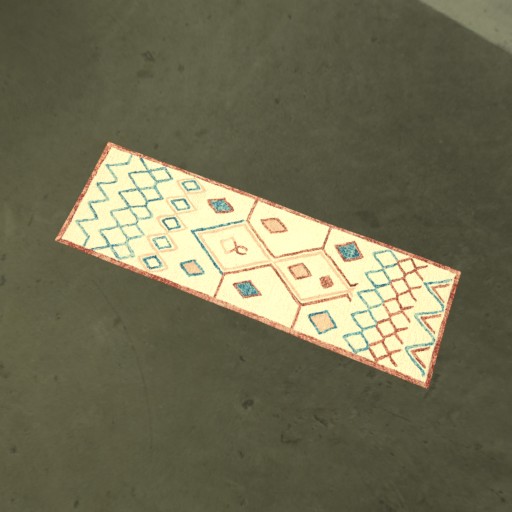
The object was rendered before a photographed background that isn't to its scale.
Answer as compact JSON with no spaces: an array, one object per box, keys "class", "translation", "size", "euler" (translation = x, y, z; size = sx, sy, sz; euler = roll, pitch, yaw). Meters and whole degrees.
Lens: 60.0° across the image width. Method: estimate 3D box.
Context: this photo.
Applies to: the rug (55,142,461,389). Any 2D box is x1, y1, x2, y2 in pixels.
[{"class":"rug","translation":[0.000,0.000,2.771],"size":[2.435,0.011,0.750],"euler":[21,76,6]}]
